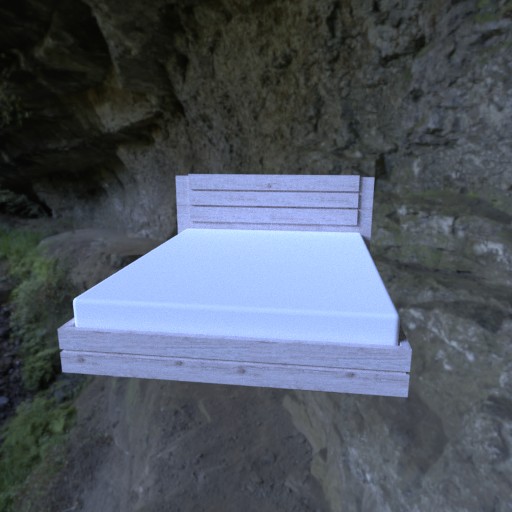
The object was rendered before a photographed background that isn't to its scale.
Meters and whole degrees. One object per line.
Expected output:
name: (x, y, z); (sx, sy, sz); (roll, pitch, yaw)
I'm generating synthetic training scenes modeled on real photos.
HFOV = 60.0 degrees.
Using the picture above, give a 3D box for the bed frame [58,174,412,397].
bed frame: (0.000, 0.000, 3.021); (1.750, 0.970, 2.080); (2, 14, 8)
